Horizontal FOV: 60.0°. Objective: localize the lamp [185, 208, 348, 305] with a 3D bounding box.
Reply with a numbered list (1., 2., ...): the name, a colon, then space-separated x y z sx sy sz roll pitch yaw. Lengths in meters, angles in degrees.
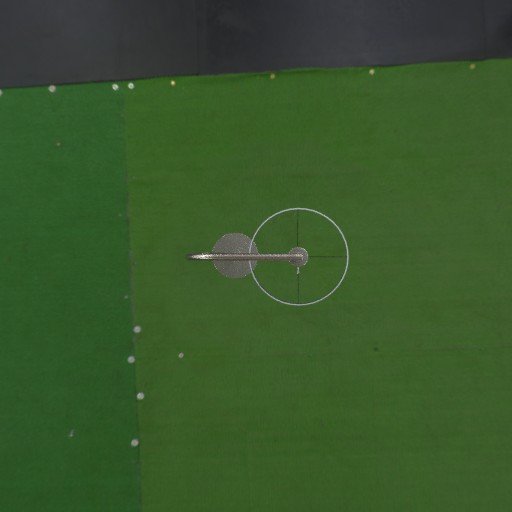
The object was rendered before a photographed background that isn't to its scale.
1. lamp: 0.000 0.000 1.639 0.508 1.478 0.254 0 90 2
